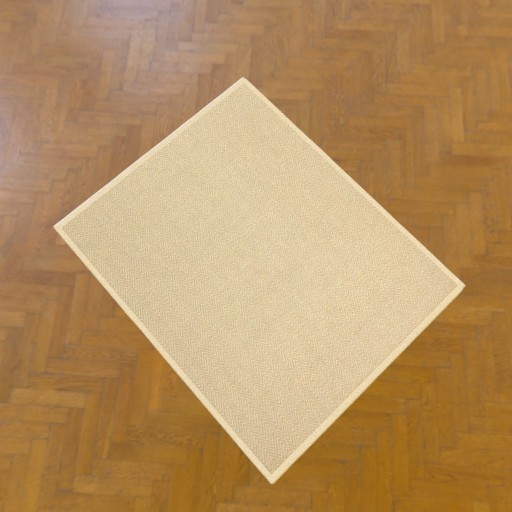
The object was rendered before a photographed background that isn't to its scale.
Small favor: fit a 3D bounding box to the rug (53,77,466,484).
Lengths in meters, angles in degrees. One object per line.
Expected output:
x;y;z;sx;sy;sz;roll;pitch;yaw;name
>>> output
0.000;0.000;4.093;2.423;0.019;3.009;-42;79;-10;rug
